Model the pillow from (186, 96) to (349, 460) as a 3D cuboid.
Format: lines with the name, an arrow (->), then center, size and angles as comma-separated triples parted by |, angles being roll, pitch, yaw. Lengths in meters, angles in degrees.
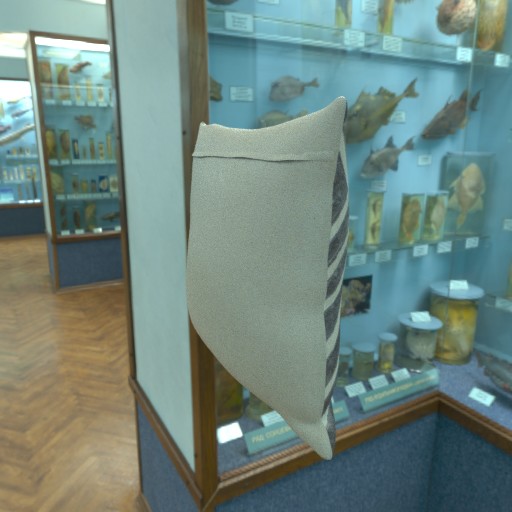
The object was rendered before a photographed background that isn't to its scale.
pillow -> 0.000, 0.000, 0.702 | 0.182, 0.441, 0.440 | -7, 16, -27
